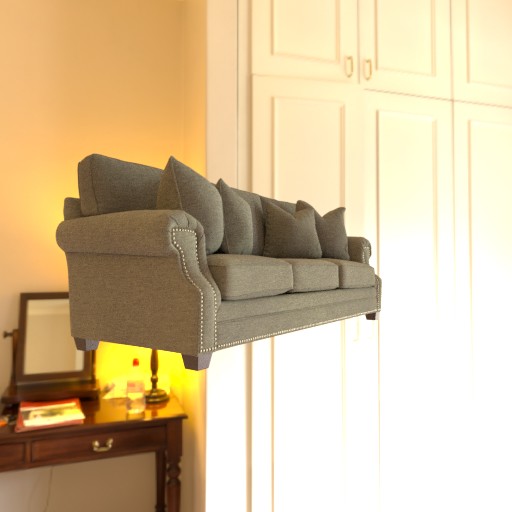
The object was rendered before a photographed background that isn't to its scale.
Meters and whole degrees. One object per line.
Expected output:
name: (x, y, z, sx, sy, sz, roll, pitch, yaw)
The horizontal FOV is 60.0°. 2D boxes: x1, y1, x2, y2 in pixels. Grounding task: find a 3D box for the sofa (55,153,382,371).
sofa: (0.000, 0.000, 2.894, 0.965, 0.975, 2.312, -1, -2, 35)
